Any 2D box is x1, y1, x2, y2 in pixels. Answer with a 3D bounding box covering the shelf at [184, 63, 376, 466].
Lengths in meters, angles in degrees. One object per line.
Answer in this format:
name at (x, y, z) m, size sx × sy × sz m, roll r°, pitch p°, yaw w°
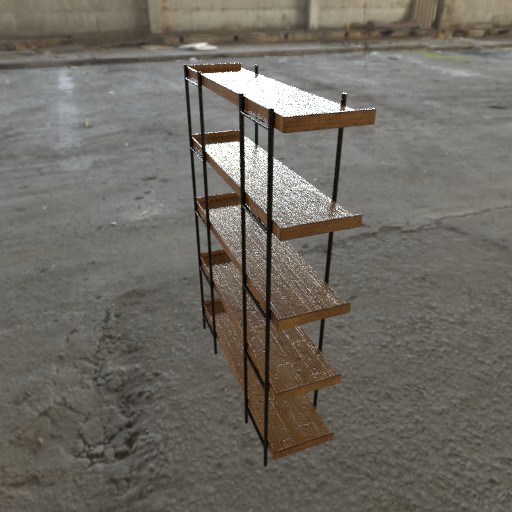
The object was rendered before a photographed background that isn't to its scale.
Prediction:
shelf at (0.000, 0.000, 2.435) m, size 0.379 × 1.826 × 1.371 m, roll -11°, pitch 32°, yaw -18°
